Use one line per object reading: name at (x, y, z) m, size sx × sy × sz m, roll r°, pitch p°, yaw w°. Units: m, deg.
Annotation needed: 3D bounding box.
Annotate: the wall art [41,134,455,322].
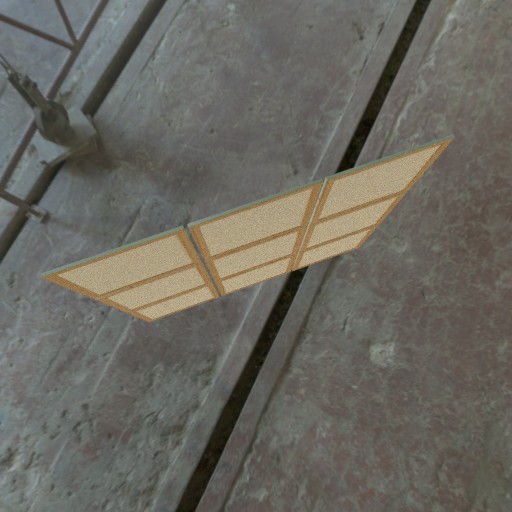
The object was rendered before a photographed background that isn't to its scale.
wall art at (0.000, 0.000, 2.272) m, size 1.517 × 1.523 × 0.013 m, roll -19°, pitch 77°, yaw -5°
